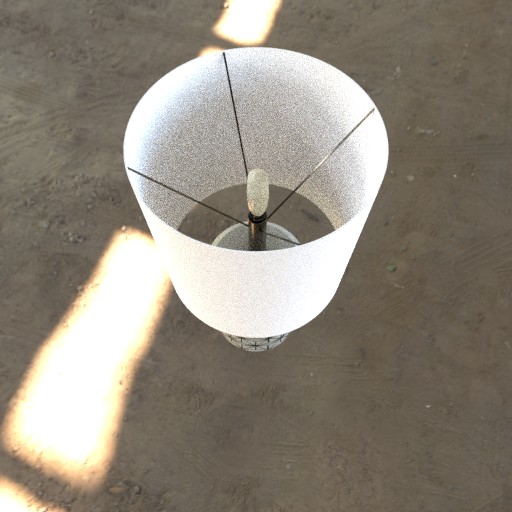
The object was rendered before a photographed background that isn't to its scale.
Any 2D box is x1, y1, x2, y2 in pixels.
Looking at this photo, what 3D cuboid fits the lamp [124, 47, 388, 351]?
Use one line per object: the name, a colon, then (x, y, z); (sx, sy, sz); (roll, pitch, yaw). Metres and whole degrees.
lamp: (0.000, 0.000, 0.533); (0.206, 0.416, 0.206); (-16, 64, -8)
